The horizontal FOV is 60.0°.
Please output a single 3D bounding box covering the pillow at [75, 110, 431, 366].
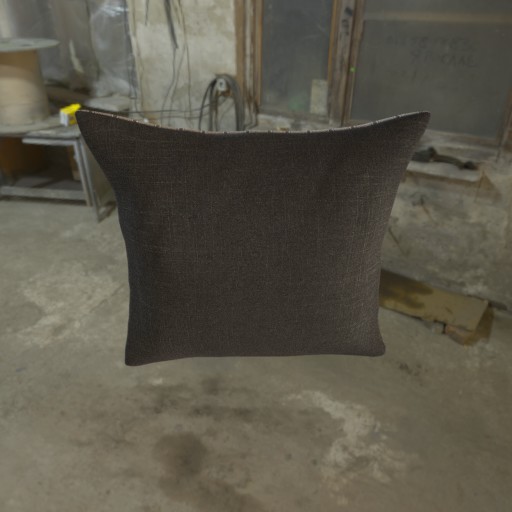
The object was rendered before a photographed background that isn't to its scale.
[{"bbox_3d":[0.000,0.000,0.686,0.468,0.444,0.138,-1,31,-2],"label":"pillow"}]
